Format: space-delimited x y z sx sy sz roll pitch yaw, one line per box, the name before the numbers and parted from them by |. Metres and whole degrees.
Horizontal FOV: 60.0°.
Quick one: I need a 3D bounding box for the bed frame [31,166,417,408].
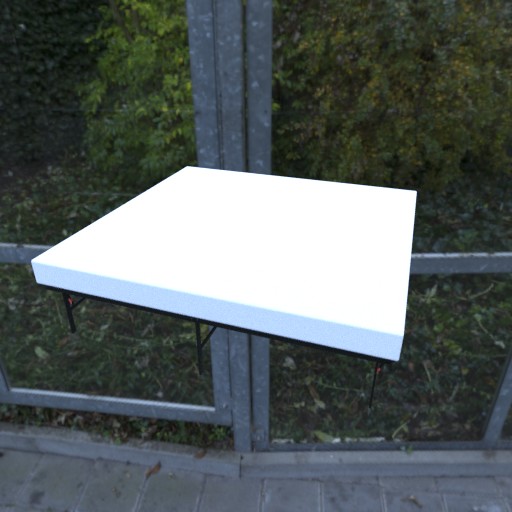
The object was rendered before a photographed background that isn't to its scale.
bed frame | 0.000 0.000 3.149 2.032 0.559 1.930 9 30 17
